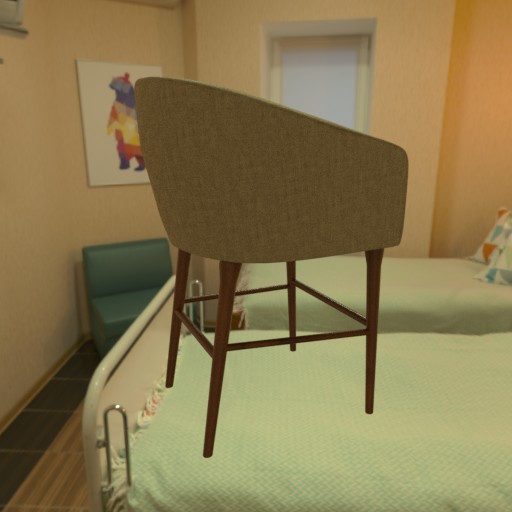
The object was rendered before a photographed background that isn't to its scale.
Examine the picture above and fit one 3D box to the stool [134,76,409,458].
[{"bbox_3d":[0.000,0.000,1.316,0.635,0.952,0.559,-7,17,-25],"label":"stool"}]
